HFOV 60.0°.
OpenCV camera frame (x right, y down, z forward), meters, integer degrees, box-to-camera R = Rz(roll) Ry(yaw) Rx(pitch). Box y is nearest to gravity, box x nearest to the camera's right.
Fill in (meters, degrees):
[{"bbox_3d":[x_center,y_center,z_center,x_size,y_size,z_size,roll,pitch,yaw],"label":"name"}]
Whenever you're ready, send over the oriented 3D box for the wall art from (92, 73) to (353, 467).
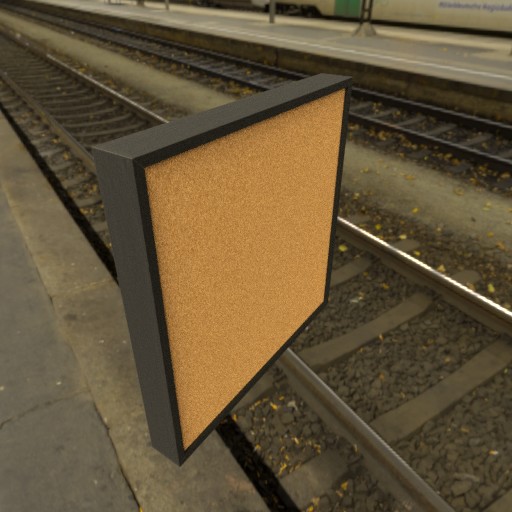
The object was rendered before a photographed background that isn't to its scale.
[{"bbox_3d":[0.000,0.000,0.455,0.037,0.305,0.305,21,38,29],"label":"wall art"}]
